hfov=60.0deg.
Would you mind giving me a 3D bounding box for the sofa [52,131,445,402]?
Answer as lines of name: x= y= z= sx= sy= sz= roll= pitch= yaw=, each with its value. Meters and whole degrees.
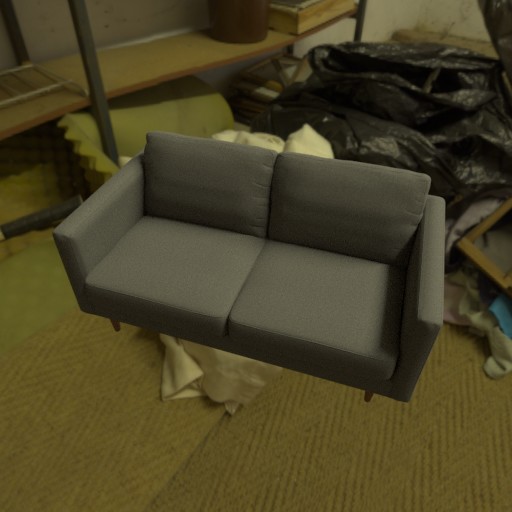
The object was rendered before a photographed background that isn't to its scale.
sofa: x=0.000 y=0.000 z=2.259 sx=1.713 sy=0.866 sz=0.940 roll=12 pitch=43 yaw=14
